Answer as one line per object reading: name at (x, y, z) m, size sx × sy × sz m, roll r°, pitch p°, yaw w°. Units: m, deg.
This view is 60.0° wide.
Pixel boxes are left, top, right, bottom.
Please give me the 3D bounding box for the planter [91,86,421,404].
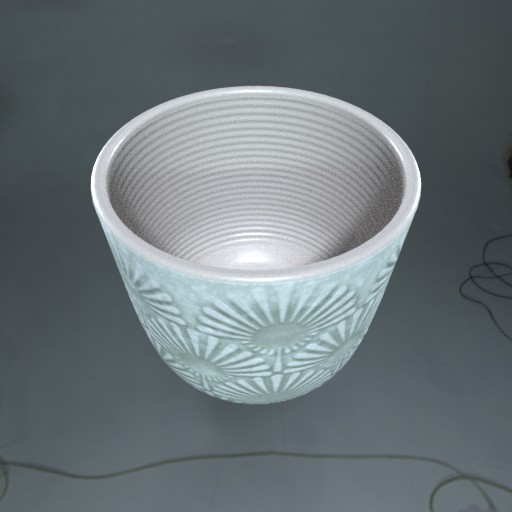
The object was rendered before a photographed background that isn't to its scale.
planter at (0.000, 0.000, 0.210) m, size 0.124 × 0.109 × 0.124 m, roll 0°, pitch 46°, yaw 0°
